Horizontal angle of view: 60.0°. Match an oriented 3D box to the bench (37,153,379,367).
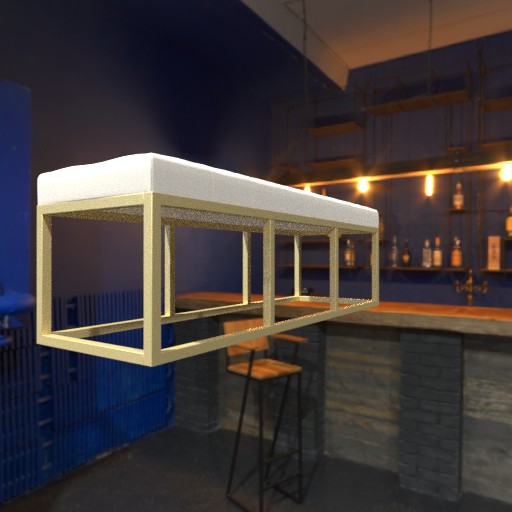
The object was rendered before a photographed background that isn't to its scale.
[{"bbox_3d":[0.000,0.000,1.695,0.457,0.484,1.473,0,0,34],"label":"bench"}]
